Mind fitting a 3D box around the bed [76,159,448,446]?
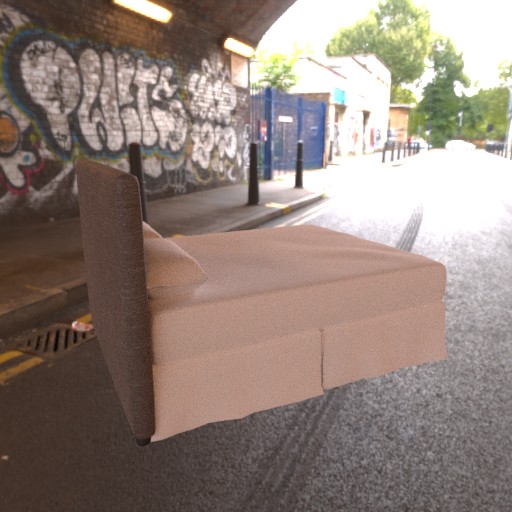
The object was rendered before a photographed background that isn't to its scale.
[{"bbox_3d":[0.000,0.000,3.123,2.142,1.330,1.723,-7,16,-26],"label":"bed"}]
